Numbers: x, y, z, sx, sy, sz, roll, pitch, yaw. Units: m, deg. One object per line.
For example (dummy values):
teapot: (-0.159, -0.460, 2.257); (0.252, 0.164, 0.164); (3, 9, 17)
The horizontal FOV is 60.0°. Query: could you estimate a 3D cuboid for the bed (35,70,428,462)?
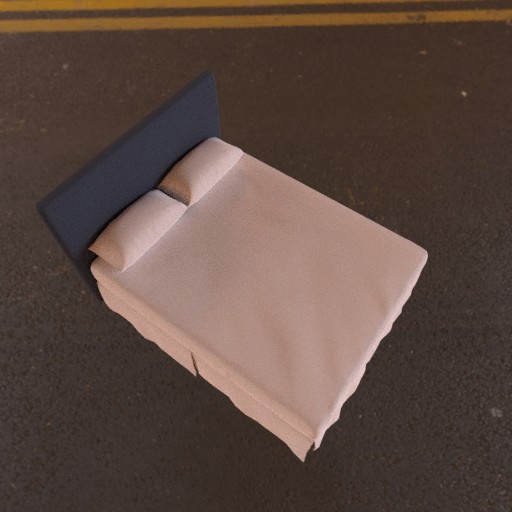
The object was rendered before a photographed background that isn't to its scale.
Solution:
bed: (0.000, 0.000, 3.247); (2.162, 1.330, 1.713); (32, 63, 18)
